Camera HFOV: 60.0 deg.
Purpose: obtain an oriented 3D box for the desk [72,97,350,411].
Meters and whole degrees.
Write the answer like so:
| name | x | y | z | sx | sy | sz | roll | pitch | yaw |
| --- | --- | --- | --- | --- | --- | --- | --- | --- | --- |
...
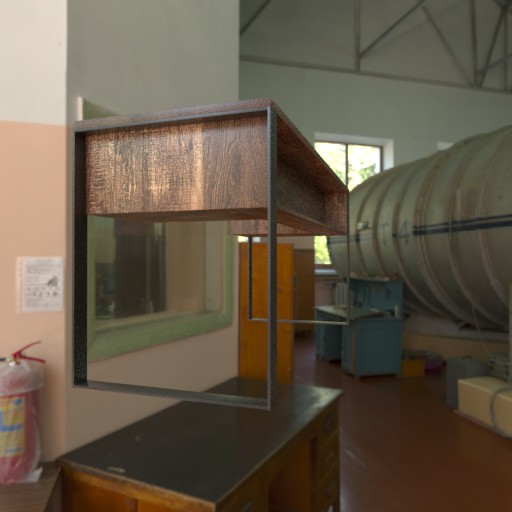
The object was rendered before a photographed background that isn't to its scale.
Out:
| name | x | y | z | sx | sy | sz | roll | pitch | yaw |
| --- | --- | --- | --- | --- | --- | --- | --- | --- | --- |
| desk | 0.000 | 0.000 | 1.894 | 0.599 | 0.762 | 1.524 | 0 | 0 | 19 |
